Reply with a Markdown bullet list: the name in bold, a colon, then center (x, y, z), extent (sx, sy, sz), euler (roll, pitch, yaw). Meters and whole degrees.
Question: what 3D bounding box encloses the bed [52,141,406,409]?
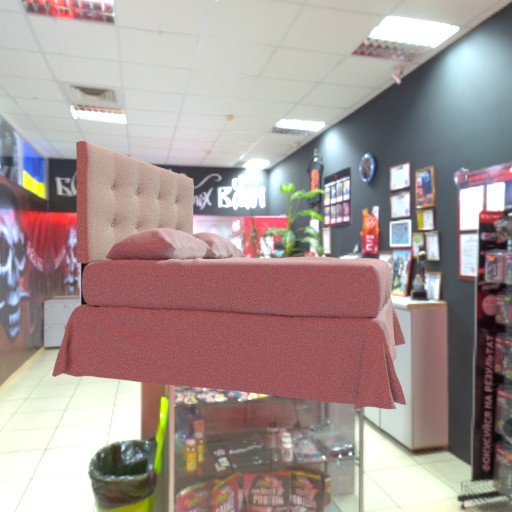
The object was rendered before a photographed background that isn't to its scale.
- **bed**: center (0.000, 0.000, 3.460), extent (2.222, 1.577, 1.936), euler (0, 0, 19)
